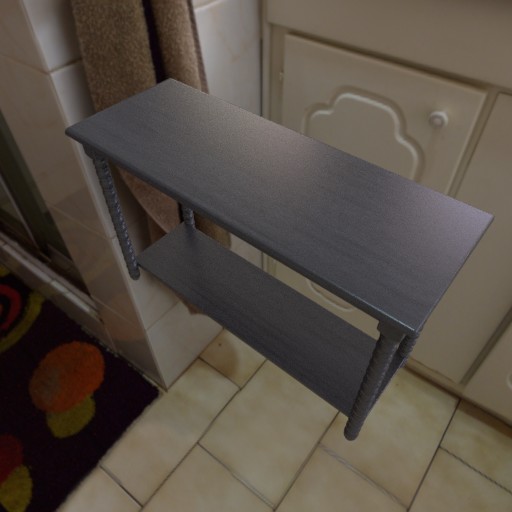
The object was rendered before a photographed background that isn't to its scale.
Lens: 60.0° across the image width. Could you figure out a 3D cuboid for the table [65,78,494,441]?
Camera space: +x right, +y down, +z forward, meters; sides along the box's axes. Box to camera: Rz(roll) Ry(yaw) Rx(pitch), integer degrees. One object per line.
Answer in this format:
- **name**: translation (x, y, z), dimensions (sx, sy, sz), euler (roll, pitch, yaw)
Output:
- **table**: translation (0.000, 0.000, 1.512), dimensions (1.184, 0.735, 0.459), euler (31, 54, 25)
